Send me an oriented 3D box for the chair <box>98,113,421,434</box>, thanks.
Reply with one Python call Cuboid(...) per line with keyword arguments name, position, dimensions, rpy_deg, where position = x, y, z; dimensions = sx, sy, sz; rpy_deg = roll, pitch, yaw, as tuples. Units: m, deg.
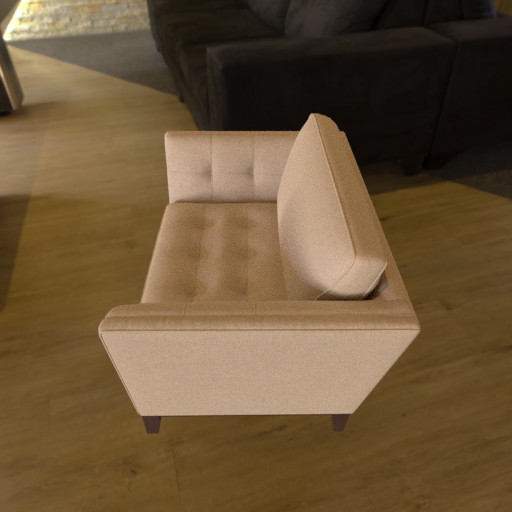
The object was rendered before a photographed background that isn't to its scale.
Cuboid(name="chair", position=(0.000, 0.000, 2.022), dimensions=(0.965, 0.940, 1.397), rpy_deg=(0, 40, -1))
